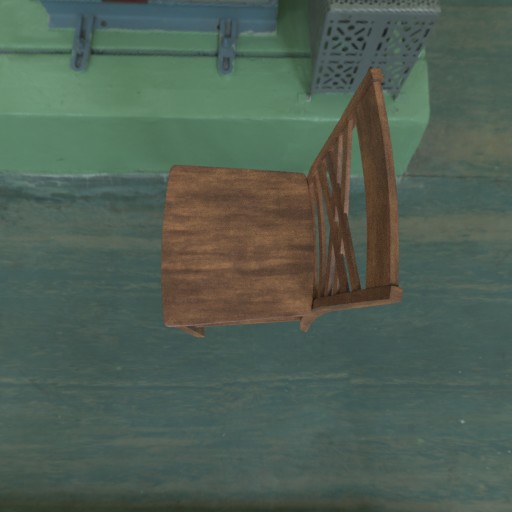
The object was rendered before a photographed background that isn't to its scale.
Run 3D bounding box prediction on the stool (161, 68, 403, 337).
[{"bbox_3d":[0.000,0.000,1.293,0.487,1.105,0.433,0,76,0],"label":"stool"}]
